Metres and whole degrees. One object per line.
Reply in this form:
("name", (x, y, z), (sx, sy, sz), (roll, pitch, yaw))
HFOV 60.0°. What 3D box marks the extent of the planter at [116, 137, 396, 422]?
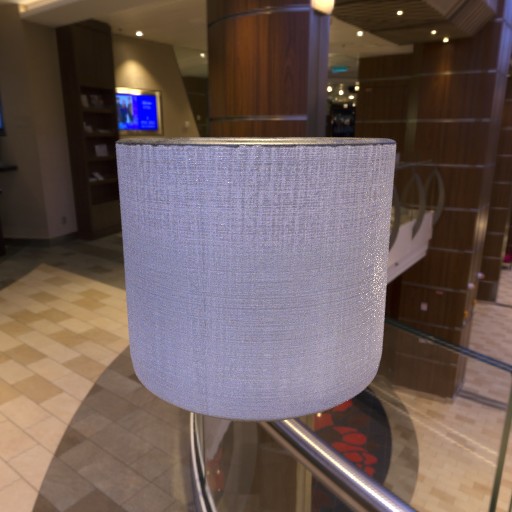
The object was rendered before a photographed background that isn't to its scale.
("planter", (0.000, 0.000, 0.218), (0.125, 0.112, 0.125), (0, 15, 0))
